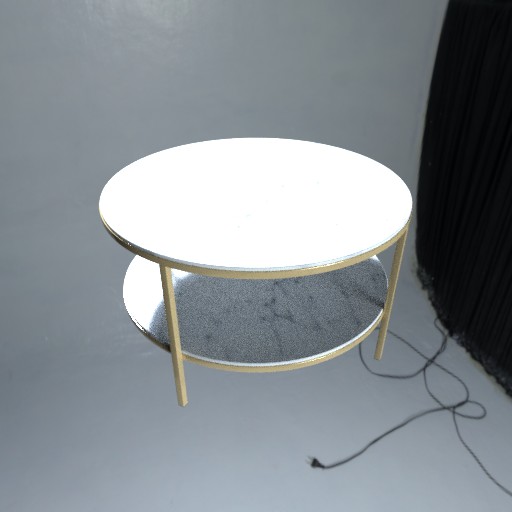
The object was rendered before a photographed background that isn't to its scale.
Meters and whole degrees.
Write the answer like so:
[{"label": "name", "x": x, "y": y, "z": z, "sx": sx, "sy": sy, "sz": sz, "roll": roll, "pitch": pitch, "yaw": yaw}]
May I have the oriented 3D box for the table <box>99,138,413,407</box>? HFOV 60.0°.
[{"label": "table", "x": 0.000, "y": 0.000, "z": 1.295, "sx": 0.800, "sy": 0.450, "sz": 0.800, "roll": 0, "pitch": 32, "yaw": 0}]
